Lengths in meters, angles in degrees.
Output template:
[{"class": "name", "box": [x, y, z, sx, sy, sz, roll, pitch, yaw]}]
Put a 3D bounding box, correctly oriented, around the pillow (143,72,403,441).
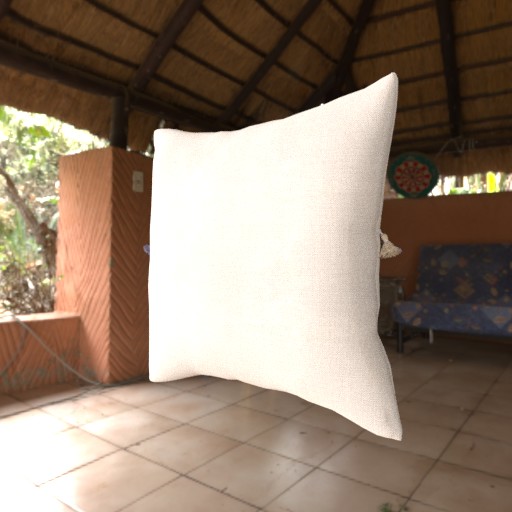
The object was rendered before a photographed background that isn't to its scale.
[{"class": "pillow", "box": [0.000, 0.000, 0.728, 0.489, 0.481, 0.165, 0, 0, 36]}]
